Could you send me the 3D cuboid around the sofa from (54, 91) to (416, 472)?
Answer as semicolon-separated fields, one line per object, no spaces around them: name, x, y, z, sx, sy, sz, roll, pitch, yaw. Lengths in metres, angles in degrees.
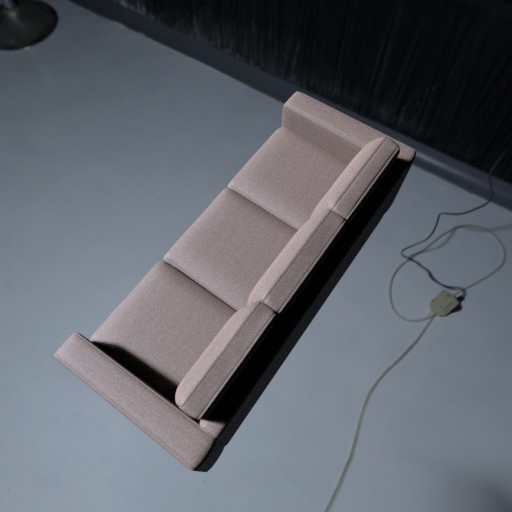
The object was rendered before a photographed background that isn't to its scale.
sofa;0.000;0.000;2.566;0.900;0.806;2.160;33;68;15
